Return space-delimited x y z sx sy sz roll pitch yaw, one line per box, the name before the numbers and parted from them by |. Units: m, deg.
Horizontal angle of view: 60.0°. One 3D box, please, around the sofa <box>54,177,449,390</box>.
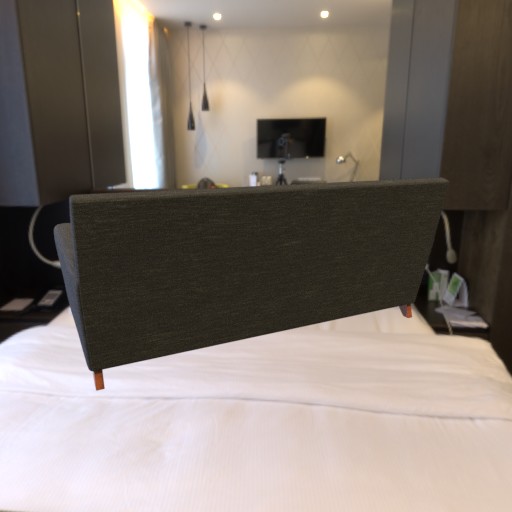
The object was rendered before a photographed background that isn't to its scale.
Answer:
sofa | 0.000 0.000 2.451 1.976 0.846 0.875 -7 16 -26
